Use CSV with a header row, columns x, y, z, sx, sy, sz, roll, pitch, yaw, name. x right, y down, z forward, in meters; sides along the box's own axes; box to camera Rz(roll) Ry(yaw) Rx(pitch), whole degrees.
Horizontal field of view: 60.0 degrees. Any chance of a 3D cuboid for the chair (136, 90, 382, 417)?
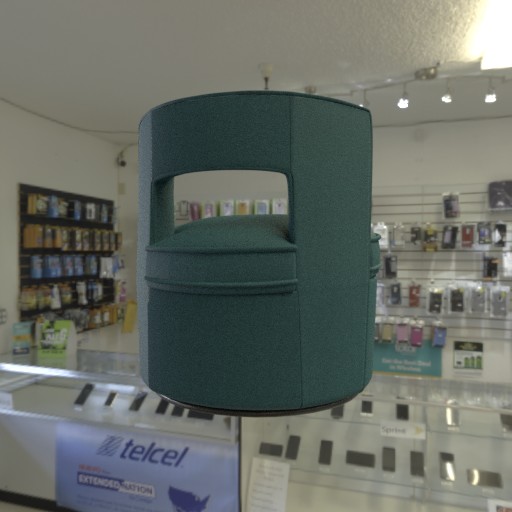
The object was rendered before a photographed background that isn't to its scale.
x,y,z,sx,sy,sz,roll,pitch,yaw,name
0.000,0.000,1.251,0.684,0.711,0.660,0,1,19,chair
